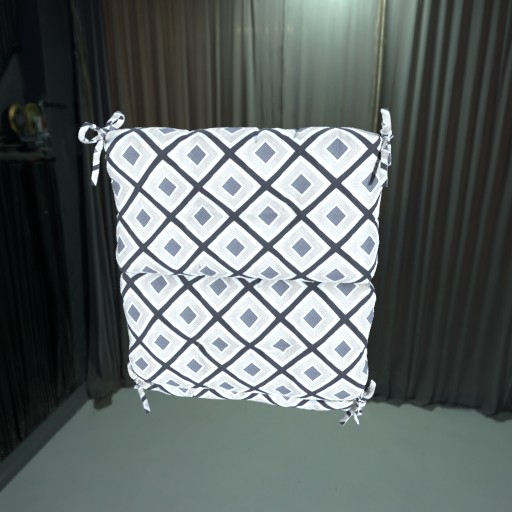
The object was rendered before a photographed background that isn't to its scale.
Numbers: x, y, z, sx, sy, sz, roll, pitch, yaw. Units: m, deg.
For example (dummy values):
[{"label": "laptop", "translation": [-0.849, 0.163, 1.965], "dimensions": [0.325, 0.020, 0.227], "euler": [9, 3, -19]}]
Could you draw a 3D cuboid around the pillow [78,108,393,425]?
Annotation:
[{"label": "pillow", "translation": [0.000, 0.000, 0.997], "dimensions": [0.519, 0.605, 0.571], "euler": [2, 16, 9]}]
